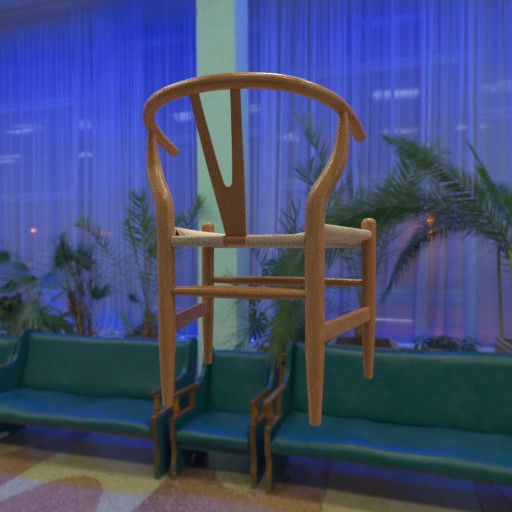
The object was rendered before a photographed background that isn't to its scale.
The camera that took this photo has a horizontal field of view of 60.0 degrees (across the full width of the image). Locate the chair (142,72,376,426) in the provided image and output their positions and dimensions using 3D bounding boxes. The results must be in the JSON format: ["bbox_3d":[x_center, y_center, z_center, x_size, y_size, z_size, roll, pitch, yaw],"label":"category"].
[{"bbox_3d":[0.000,0.000,1.152,0.569,0.730,0.579,0,1,19],"label":"chair"}]
